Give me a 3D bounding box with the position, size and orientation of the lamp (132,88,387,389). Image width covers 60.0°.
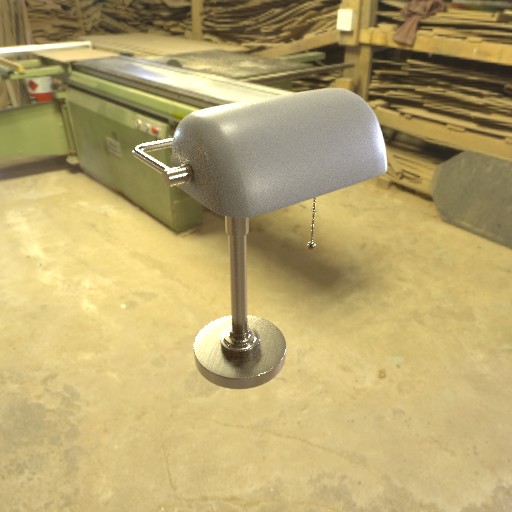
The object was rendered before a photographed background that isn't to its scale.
[{"bbox_3d":[0.000,0.000,0.567,0.269,0.404,0.227,-21,37,-31],"label":"lamp"}]
